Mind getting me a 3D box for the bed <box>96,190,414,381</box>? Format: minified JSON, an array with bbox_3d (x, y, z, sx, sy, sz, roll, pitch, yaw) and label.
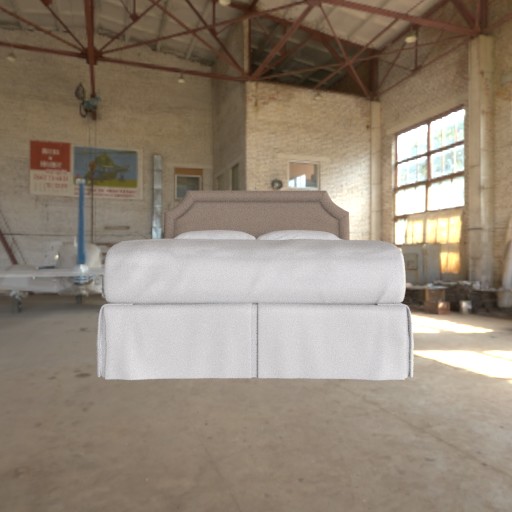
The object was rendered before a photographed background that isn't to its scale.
[{"bbox_3d":[0.000,0.000,3.334,1.828,1.303,2.164,0,-1,0],"label":"bed"}]
